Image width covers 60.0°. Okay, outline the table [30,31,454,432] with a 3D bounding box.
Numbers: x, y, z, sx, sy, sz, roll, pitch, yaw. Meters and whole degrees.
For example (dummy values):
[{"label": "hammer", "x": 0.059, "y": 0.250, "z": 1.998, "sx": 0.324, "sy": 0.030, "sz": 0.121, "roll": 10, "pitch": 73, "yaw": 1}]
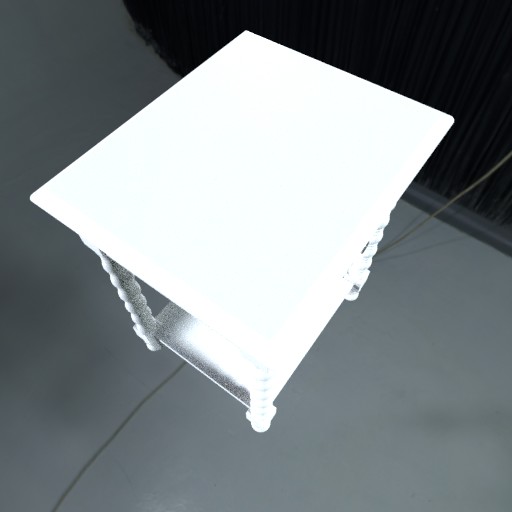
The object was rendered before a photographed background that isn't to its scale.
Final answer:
[{"label": "table", "x": 0.000, "y": 0.000, "z": 0.816, "sx": 0.381, "sy": 0.531, "sz": 0.460, "roll": 31, "pitch": 63, "yaw": 19}]
